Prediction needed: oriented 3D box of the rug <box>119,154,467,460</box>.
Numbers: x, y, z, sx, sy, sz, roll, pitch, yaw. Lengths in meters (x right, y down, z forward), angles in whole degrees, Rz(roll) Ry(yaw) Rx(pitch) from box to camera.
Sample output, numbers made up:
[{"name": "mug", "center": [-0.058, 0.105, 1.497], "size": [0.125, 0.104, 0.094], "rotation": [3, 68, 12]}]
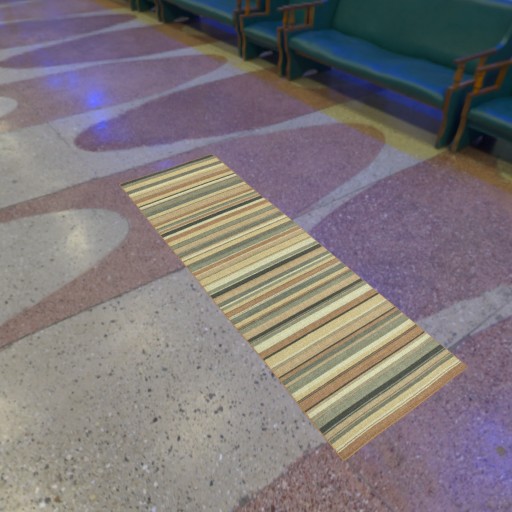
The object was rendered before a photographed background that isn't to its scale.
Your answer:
[{"name": "rug", "center": [0.000, 0.000, 2.701], "size": [0.799, 0.010, 2.444], "rotation": [-25, 48, -25]}]
